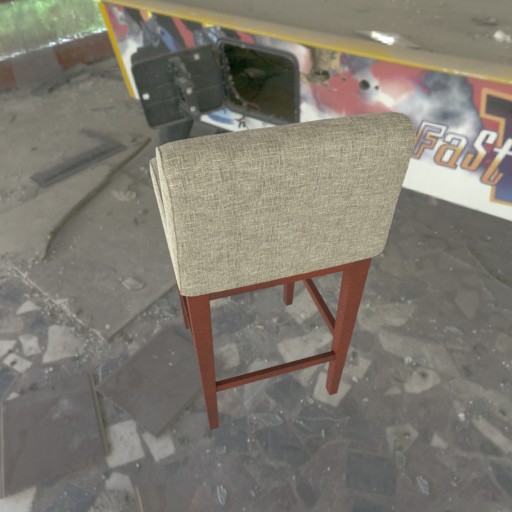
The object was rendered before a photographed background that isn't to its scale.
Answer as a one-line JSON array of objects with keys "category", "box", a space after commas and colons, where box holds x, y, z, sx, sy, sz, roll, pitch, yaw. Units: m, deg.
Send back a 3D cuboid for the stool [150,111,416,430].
[{"category": "stool", "box": [0.000, 0.000, 1.088, 0.417, 0.835, 0.459, -12, 43, -13]}]
